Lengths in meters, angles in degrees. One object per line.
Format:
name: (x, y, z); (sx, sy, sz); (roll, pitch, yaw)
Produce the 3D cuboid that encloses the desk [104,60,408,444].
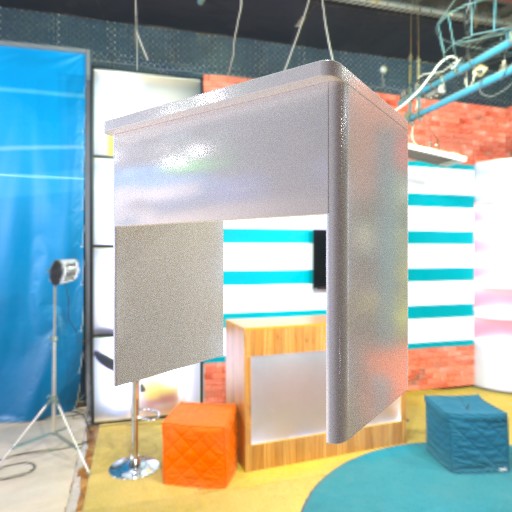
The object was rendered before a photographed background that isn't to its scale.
desk: (0.000, 0.000, 1.332); (0.762, 0.800, 0.549); (0, 0, 35)
